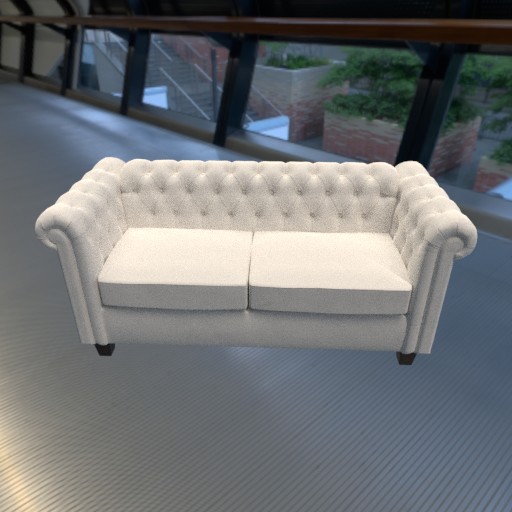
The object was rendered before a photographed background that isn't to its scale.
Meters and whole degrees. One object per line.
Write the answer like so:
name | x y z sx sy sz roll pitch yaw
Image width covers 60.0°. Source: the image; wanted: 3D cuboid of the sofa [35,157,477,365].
sofa | 0.000 0.000 2.253 1.798 0.796 0.771 1 30 2
